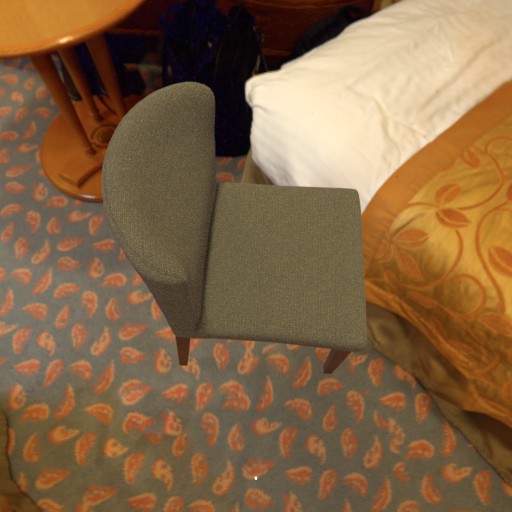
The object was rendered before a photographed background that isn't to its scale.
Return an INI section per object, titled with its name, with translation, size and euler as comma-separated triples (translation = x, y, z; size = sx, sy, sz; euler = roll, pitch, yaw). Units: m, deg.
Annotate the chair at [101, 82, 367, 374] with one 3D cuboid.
[chair]
translation = 0.000, 0.000, 1.217
size = 0.589, 0.839, 0.491
euler = 3, 63, 2
